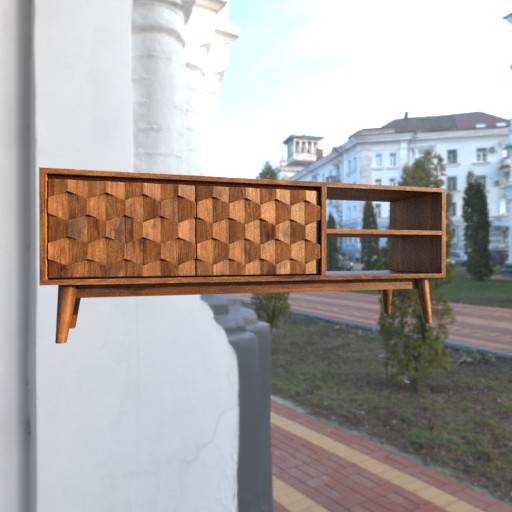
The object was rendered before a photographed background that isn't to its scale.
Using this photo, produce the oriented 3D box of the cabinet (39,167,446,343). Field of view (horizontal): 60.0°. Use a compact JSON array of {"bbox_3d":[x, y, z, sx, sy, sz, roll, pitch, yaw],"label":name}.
[{"bbox_3d":[0.000,0.000,1.691,1.448,0.528,0.349,0,0,-17],"label":"cabinet"}]
